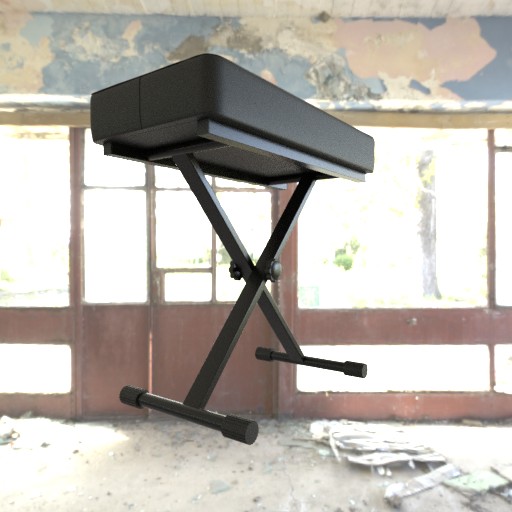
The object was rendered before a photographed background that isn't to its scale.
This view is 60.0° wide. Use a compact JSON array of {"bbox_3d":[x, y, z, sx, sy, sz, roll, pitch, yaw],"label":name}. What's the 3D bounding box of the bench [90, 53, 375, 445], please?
[{"bbox_3d":[0.000,0.000,0.924,0.300,0.561,0.600,1,1,37],"label":"bench"}]
